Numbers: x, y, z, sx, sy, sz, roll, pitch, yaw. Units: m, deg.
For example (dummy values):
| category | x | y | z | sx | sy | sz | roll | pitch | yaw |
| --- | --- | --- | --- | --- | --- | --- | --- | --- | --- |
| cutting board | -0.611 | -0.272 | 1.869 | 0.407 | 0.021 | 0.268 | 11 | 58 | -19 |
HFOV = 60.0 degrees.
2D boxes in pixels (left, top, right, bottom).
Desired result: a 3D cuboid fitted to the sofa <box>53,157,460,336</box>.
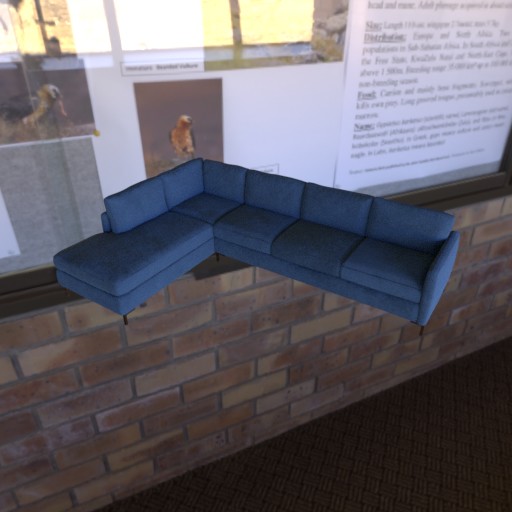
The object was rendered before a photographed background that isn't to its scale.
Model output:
| category | x | y | z | sx | sy | sz | roll | pitch | yaw |
| --- | --- | --- | --- | --- | --- | --- | --- | --- | --- |
| sofa | 0.000 | 0.000 | 3.853 | 2.949 | 0.815 | 2.007 | 18 | 36 | 28 |
